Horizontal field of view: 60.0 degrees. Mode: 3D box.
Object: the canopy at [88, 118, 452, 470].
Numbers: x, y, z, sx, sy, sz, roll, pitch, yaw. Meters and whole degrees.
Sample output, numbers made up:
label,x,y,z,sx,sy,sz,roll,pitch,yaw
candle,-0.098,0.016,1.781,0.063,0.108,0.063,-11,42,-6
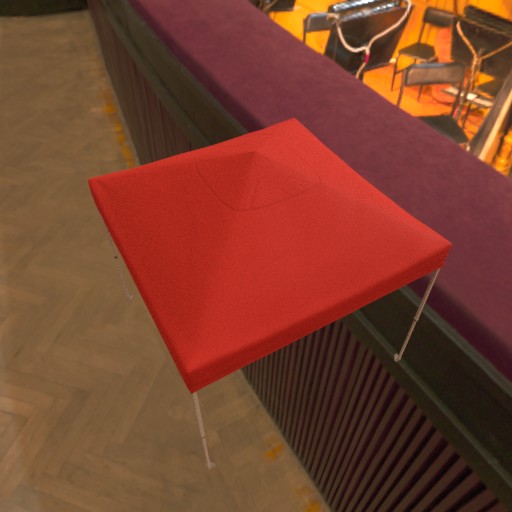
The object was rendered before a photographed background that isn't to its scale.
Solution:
label,x,y,z,sx,sy,sz,roll,pitch,yaw
canopy,0.000,0.000,5.482,2.996,2.997,2.998,-22,50,-20
